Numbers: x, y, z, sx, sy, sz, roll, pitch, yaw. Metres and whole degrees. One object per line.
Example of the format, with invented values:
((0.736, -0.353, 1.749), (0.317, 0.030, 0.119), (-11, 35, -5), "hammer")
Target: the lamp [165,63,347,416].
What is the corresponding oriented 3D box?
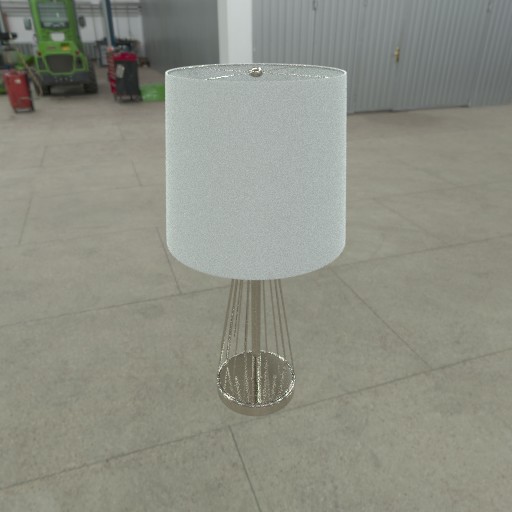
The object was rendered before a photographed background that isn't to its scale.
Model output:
((0.000, 0.000, 0.783), (0.303, 0.618, 0.303), (0, 28, 0), "lamp")
